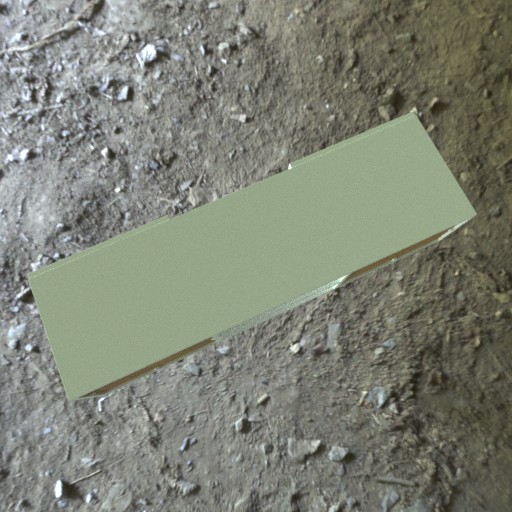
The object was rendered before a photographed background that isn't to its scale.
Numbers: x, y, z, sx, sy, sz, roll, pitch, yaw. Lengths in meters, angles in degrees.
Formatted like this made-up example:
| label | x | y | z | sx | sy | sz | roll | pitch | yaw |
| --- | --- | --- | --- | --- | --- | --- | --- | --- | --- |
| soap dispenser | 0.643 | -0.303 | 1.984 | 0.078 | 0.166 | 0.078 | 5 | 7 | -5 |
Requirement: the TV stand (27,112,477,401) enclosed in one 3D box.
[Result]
| label | x | y | z | sx | sy | sz | roll | pitch | yaw |
| --- | --- | --- | --- | --- | --- | --- | --- | --- | --- |
| TV stand | 0.000 | 0.000 | 1.573 | 1.400 | 0.310 | 0.420 | -24 | 77 | -6 |
